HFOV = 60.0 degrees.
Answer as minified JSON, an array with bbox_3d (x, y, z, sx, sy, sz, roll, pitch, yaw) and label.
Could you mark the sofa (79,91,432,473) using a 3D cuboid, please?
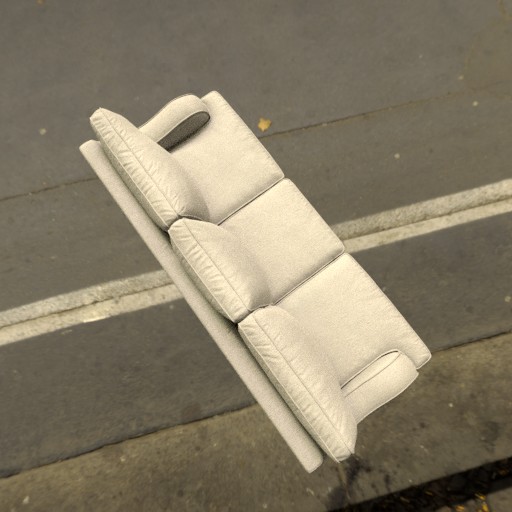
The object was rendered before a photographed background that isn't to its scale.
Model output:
[{"bbox_3d":[0.000,0.000,2.813,1.016,0.991,2.323,-36,79,-8],"label":"sofa"}]
